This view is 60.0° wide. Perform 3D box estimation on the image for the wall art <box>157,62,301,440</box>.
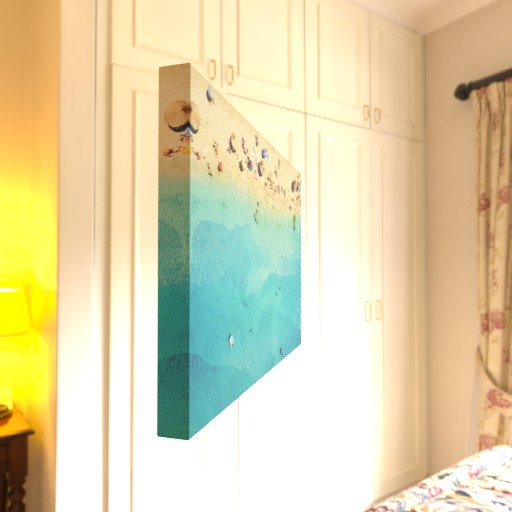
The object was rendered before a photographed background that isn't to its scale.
[{"bbox_3d":[0.000,0.000,0.771,0.039,0.406,0.609,0,-1,17],"label":"wall art"}]
